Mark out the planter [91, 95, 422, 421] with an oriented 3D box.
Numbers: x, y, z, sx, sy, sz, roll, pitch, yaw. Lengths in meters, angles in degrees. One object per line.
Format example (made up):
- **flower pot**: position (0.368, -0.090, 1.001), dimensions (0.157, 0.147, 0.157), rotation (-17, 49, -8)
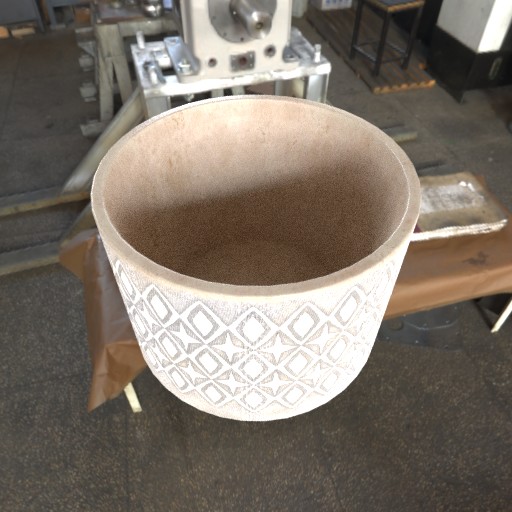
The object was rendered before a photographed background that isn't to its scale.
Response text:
- **planter**: position (0.000, 0.000, 0.272), dimensions (0.164, 0.127, 0.164), rotation (0, 47, 0)
